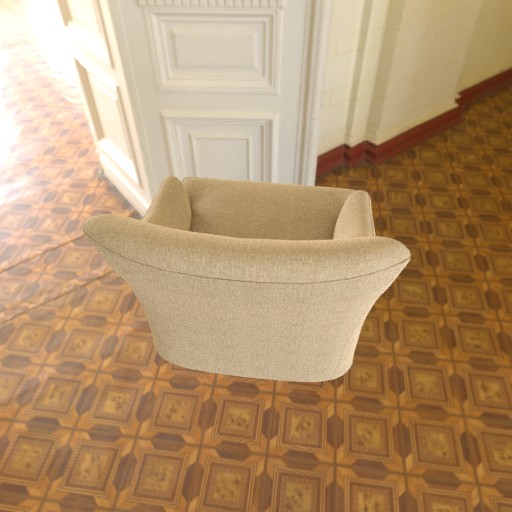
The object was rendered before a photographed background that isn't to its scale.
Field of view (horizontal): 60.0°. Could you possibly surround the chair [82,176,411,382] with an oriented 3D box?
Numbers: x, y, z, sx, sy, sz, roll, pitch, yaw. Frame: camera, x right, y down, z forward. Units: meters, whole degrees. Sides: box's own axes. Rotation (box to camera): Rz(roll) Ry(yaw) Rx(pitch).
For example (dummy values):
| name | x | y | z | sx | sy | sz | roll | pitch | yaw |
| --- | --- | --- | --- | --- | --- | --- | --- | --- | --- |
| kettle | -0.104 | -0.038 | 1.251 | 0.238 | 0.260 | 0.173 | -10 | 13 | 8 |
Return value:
| name | x | y | z | sx | sy | sz | roll | pitch | yaw |
| --- | --- | --- | --- | --- | --- | --- | --- | --- | --- |
| chair | 0.000 | 0.000 | 1.624 | 0.864 | 0.856 | 0.923 | 5 | 45 | 5 |
